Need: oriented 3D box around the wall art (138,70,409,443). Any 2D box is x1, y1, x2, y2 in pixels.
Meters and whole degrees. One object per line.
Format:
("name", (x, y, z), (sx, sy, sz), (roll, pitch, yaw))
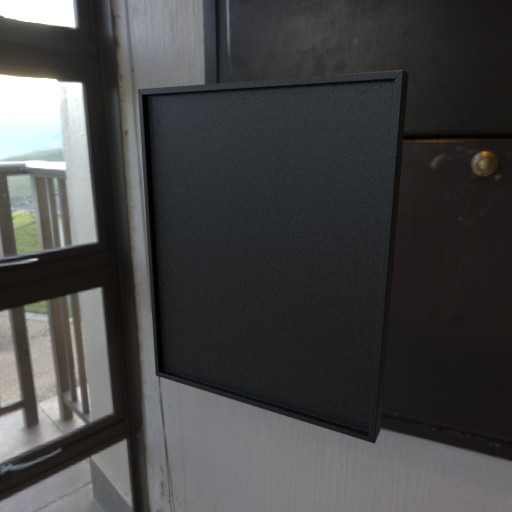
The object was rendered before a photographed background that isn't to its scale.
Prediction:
("wall art", (0.000, 0.000, 0.756), (0.449, 0.555, 0.039), (8, 16, 27))
